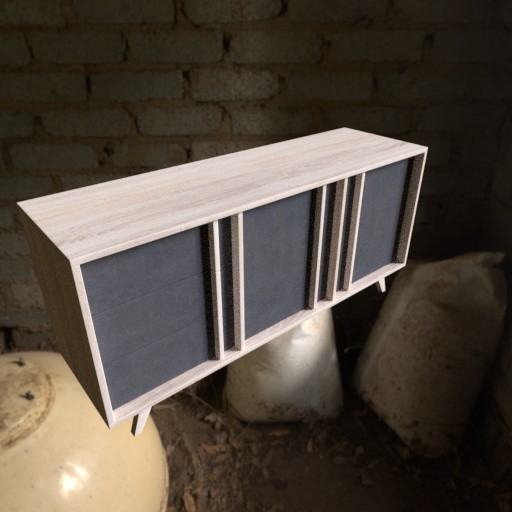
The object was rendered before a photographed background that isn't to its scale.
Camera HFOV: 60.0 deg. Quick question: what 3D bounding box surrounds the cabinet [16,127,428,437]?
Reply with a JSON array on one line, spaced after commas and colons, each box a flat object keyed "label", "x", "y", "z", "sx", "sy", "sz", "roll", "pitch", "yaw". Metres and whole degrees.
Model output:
[{"label": "cabinet", "x": 0.000, "y": 0.000, "z": 1.950, "sx": 1.650, "sy": 0.780, "sz": 0.500, "roll": -22, "pitch": 36, "yaw": -34}]
